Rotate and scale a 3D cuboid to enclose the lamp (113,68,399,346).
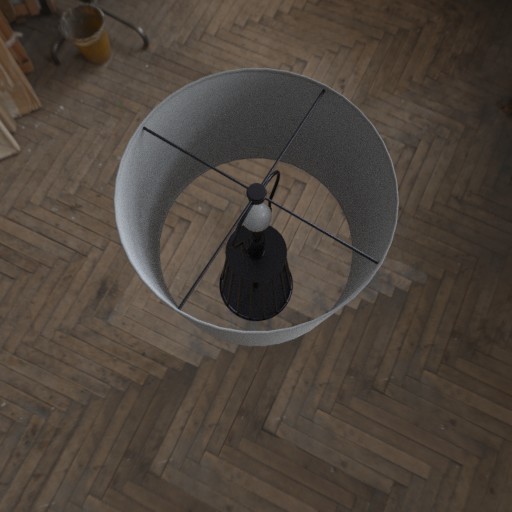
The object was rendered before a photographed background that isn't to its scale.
[{"bbox_3d":[0.000,0.000,0.788,0.322,0.593,0.322,31,78,8],"label":"lamp"}]
